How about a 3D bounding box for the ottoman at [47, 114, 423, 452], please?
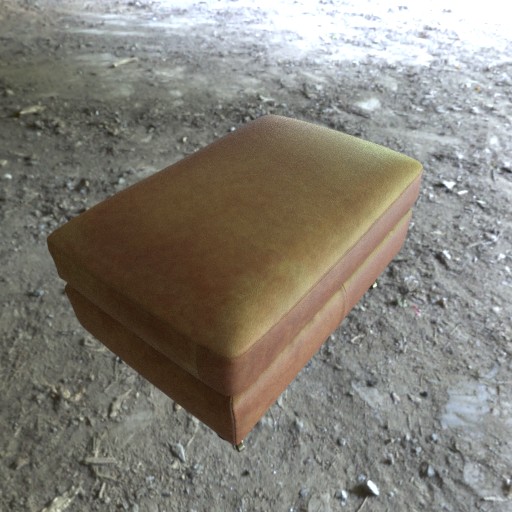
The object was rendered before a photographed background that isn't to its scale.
[{"bbox_3d":[0.000,0.000,1.204,0.565,0.507,0.852,27,48,28],"label":"ottoman"}]
